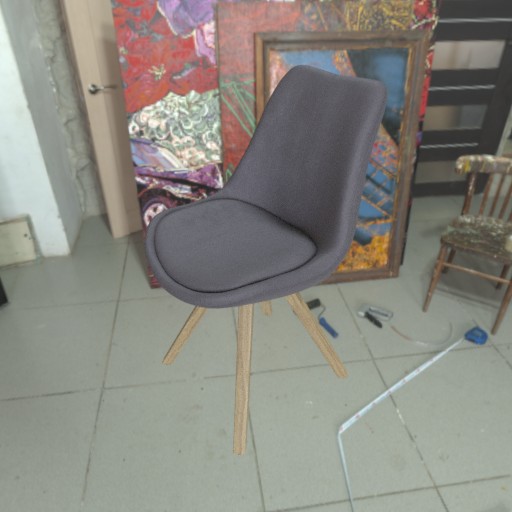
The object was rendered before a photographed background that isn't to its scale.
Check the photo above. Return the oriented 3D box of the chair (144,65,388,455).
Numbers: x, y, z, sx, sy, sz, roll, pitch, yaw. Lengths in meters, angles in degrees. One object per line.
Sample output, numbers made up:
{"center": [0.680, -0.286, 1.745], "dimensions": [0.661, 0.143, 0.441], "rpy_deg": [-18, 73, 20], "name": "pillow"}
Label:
{"center": [0.000, 0.000, 1.183], "dimensions": [0.547, 0.865, 0.483], "rpy_deg": [-23, 40, -31], "name": "chair"}
